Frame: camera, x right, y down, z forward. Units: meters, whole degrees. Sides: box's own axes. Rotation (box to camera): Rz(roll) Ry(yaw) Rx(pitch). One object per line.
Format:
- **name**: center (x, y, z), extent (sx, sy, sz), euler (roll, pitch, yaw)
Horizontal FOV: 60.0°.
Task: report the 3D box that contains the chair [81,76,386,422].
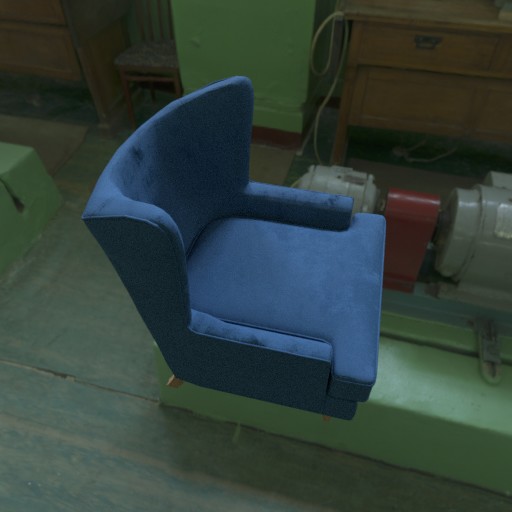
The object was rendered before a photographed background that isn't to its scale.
- **chair**: center (0.000, 0.000, 1.586), extent (0.910, 0.952, 0.793), euler (10, 47, 9)
